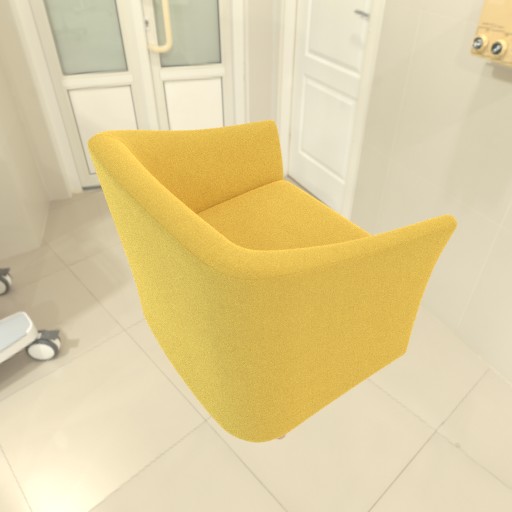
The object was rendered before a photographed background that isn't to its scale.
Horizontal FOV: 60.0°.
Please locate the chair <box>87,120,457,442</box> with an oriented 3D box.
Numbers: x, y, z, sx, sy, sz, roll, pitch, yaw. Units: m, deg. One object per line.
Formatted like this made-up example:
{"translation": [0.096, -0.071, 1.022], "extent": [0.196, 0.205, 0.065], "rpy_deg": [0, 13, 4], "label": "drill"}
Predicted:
{"translation": [0.000, 0.000, 1.328], "extent": [0.700, 0.720, 0.790], "rpy_deg": [-24, 45, -27], "label": "chair"}
